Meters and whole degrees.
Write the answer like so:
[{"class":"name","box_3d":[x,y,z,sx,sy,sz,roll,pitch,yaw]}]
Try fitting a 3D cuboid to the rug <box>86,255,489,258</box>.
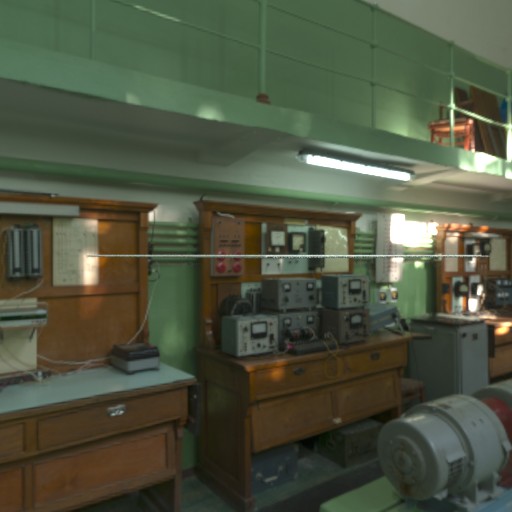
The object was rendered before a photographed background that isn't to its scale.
[{"class":"rug","box_3d":[0.000,0.000,2.861,1.514,0.011,2.233,0,0,-37]}]
